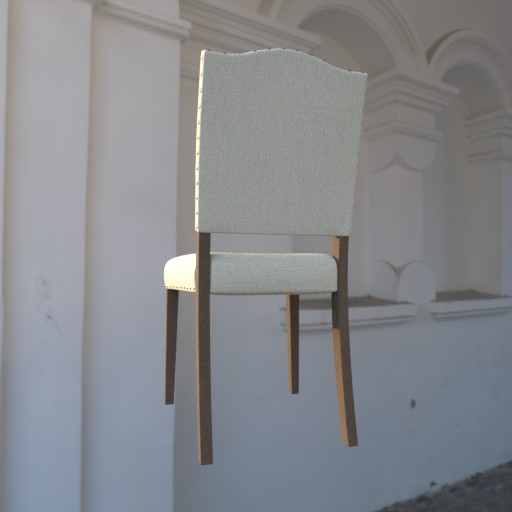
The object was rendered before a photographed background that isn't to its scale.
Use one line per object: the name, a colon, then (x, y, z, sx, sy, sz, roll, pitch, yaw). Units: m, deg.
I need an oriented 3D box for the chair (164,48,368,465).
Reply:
chair: (0.000, 0.000, 1.363, 0.508, 1.015, 0.619, 1, -2, -16)
